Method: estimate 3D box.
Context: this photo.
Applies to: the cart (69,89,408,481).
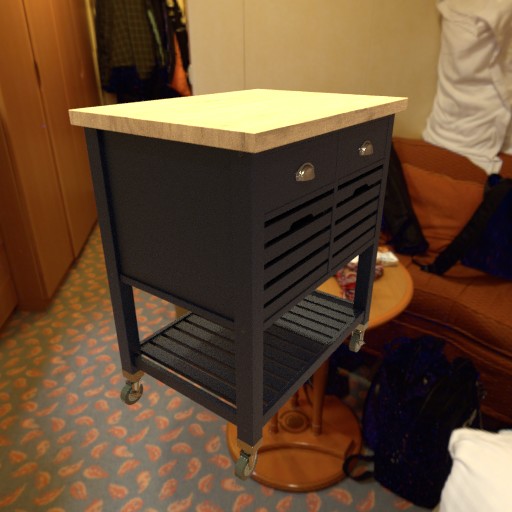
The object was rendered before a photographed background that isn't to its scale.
[{"bbox_3d":[0.000,0.000,1.406,0.567,0.920,0.797,17,30,32],"label":"cart"}]
